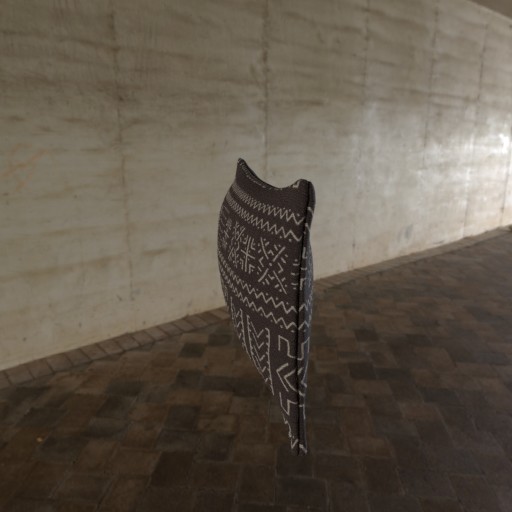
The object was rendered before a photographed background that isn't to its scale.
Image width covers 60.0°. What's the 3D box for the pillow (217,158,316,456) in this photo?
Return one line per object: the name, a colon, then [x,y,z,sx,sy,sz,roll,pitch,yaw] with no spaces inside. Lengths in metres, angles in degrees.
pillow: [0.000,0.000,0.791,0.135,0.322,0.667,-2,15,-8]
